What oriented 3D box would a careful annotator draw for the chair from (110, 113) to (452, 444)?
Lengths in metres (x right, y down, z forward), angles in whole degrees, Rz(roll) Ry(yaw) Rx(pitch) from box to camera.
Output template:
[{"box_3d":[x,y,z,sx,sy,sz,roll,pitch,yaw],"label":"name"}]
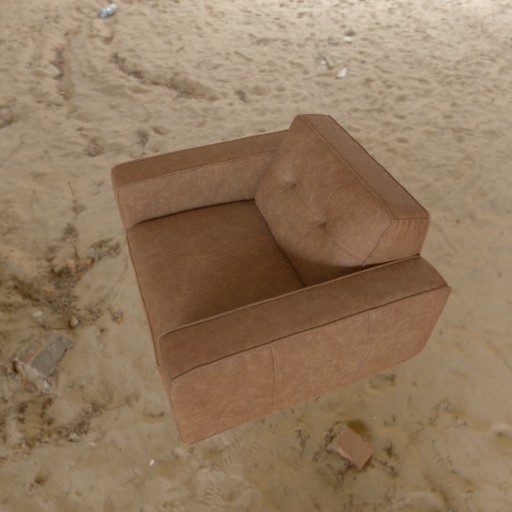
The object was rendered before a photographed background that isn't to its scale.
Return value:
[{"box_3d":[0.000,0.000,1.765,0.952,0.782,1.118,-15,47,-15],"label":"chair"}]
